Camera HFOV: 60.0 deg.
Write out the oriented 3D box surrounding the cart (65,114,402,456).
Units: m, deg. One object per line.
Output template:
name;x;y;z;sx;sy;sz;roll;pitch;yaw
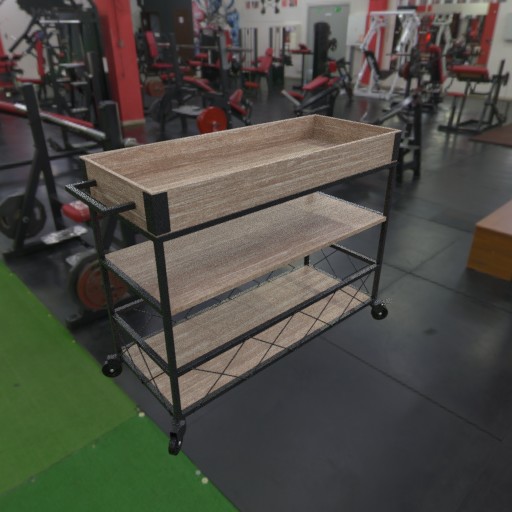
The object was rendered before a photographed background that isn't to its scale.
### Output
cart;0.000;0.000;1.544;1.101;0.787;0.500;-22;35;-36
